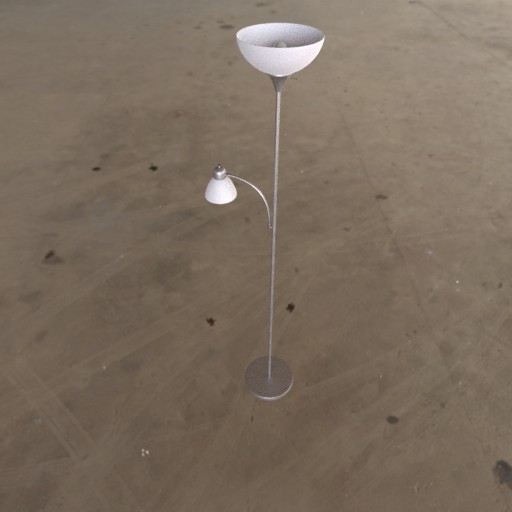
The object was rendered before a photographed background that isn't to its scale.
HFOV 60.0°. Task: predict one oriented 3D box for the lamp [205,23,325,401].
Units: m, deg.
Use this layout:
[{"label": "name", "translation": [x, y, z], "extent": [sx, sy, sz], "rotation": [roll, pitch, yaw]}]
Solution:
[{"label": "lamp", "translation": [0.000, 0.000, 1.941], "extent": [0.425, 1.804, 0.279], "rotation": [12, 42, 14]}]
